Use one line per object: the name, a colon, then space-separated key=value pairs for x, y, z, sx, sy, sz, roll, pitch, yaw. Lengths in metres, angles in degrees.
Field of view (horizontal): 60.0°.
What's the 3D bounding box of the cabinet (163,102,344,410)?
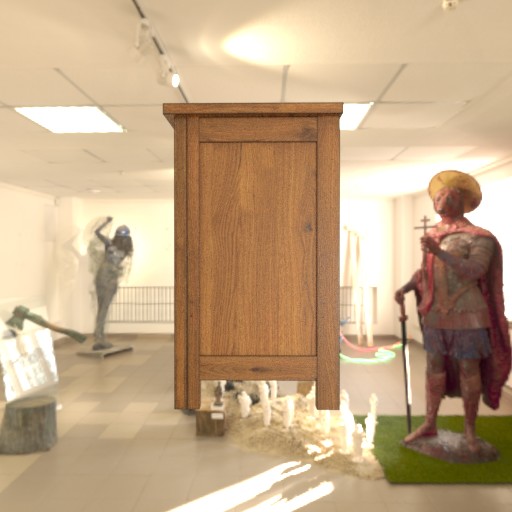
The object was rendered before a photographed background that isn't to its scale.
cabinet: x=0.000 y=0.000 z=1.897 sx=0.480 sy=0.813 sz=1.474 roll=0 pitch=0 yaw=1
